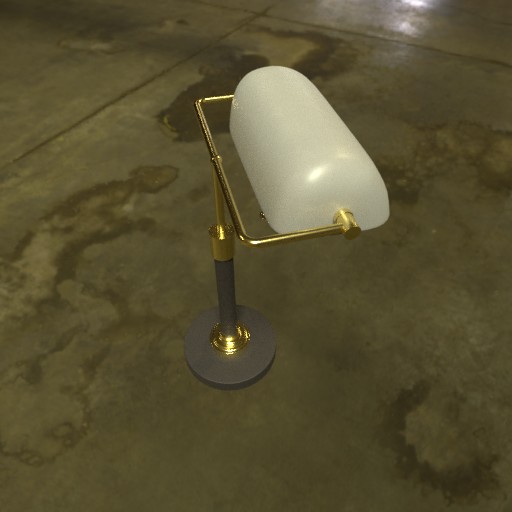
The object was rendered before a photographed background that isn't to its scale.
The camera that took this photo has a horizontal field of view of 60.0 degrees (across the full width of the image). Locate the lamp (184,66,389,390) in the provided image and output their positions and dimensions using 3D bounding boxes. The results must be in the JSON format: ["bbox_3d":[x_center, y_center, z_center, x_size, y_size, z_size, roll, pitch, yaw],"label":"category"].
[{"bbox_3d":[0.000,0.000,0.564,0.227,0.404,0.269,-11,47,-10],"label":"lamp"}]
